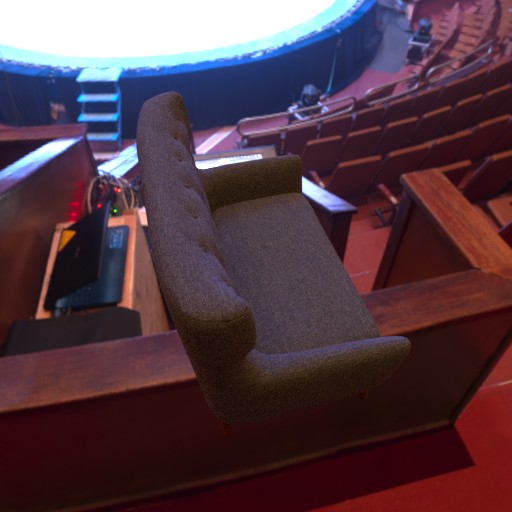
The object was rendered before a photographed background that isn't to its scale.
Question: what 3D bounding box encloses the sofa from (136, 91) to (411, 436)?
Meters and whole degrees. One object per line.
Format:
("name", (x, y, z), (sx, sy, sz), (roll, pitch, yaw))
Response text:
("sofa", (0.000, 0.000, 2.031), (0.874, 1.028, 1.358), (-11, 47, -10))
